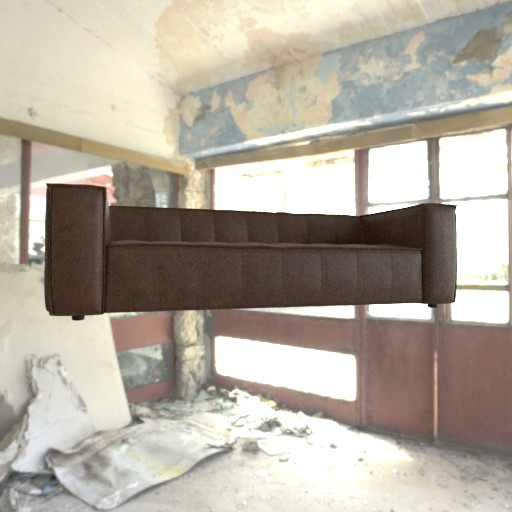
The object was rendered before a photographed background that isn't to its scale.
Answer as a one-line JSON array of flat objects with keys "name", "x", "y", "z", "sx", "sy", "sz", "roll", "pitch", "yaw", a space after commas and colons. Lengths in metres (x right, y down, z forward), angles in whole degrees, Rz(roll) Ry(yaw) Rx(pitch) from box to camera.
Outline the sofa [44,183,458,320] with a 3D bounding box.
[{"name": "sofa", "x": 0.000, "y": 0.000, "z": 3.075, "sx": 2.581, "sy": 0.701, "sz": 1.102, "roll": 0, "pitch": -1, "yaw": -18}]
